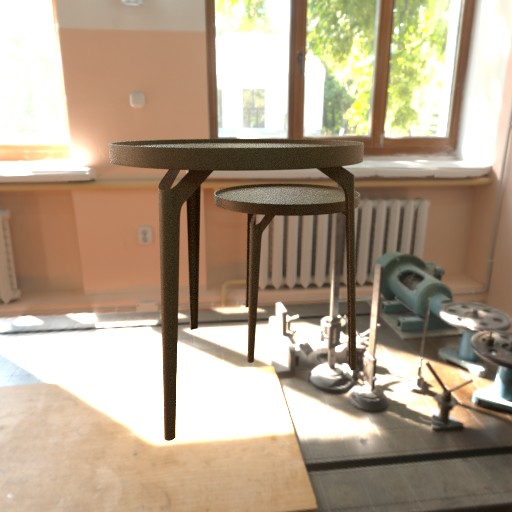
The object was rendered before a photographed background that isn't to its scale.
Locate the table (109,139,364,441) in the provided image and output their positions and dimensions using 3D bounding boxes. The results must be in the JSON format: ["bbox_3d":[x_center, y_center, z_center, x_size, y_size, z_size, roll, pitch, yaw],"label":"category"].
[{"bbox_3d":[0.000,0.000,1.105,0.532,0.555,0.751,8,18,27],"label":"table"}]
